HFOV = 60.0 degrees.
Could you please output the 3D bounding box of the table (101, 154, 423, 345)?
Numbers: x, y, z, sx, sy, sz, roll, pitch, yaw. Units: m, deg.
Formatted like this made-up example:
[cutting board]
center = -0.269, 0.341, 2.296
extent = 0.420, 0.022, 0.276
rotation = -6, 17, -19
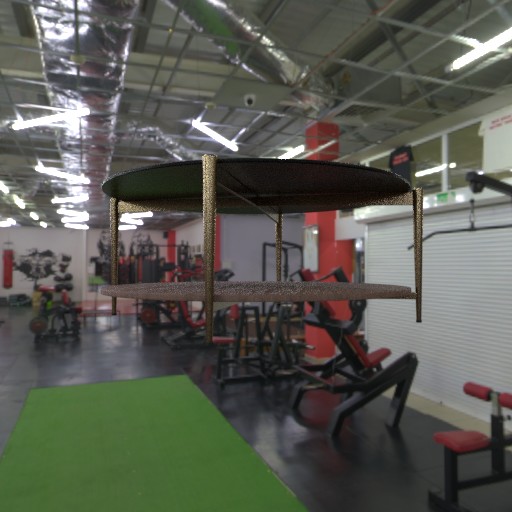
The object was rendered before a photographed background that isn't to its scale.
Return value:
[table]
center = 0.000, 0.000, 1.421
extent = 0.938, 0.400, 0.938
rotation = 1, -2, -19
